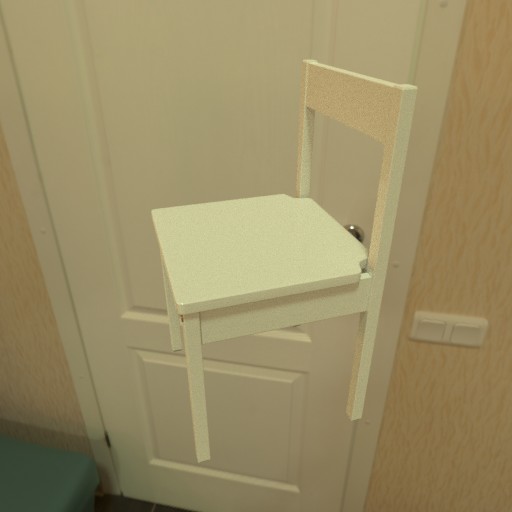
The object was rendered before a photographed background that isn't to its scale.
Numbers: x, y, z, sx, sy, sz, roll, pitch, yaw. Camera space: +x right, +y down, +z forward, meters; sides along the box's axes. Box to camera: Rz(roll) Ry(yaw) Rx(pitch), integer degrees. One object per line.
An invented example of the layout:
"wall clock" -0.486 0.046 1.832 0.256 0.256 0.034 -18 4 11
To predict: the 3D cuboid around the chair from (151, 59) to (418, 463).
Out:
"chair" 0.000 0.000 0.875 0.361 0.668 0.367 -9 31 -15
